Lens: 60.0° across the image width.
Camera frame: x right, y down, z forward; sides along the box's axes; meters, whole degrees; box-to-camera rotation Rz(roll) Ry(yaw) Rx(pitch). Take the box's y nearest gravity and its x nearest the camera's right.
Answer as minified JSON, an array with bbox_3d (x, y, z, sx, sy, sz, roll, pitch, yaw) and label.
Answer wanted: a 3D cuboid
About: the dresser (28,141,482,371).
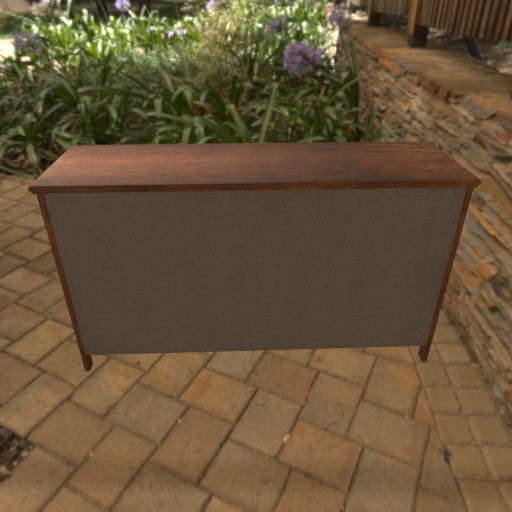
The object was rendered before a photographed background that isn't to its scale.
[{"bbox_3d":[0.000,0.000,1.926,1.551,0.856,0.463,-1,31,-2],"label":"dresser"}]
